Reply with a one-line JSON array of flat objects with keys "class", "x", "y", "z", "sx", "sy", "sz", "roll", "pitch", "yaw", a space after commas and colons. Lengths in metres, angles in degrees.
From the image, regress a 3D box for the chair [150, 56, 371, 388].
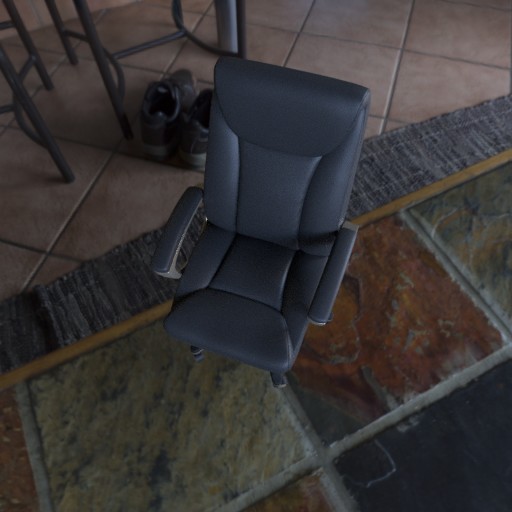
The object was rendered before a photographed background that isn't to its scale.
[{"class": "chair", "x": 0.000, "y": 0.000, "z": 1.657, "sx": 0.694, "sy": 1.188, "sz": 0.748, "roll": 17, "pitch": 59, "yaw": 10}]
